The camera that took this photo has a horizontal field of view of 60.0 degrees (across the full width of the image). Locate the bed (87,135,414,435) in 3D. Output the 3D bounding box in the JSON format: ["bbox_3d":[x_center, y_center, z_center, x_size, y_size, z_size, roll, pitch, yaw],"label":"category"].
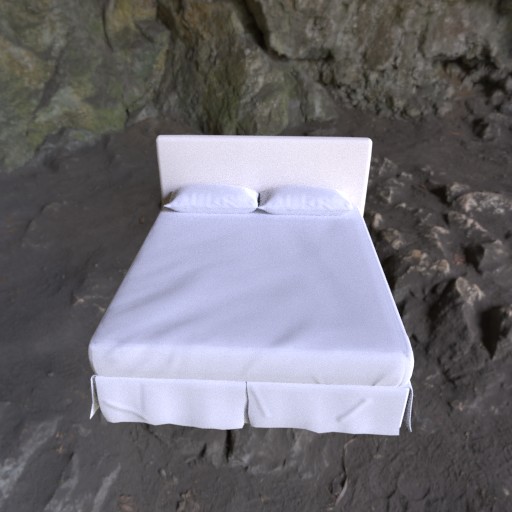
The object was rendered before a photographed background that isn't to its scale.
[{"bbox_3d":[0.000,0.000,3.551,2.119,1.317,2.341,1,31,2],"label":"bed"}]
